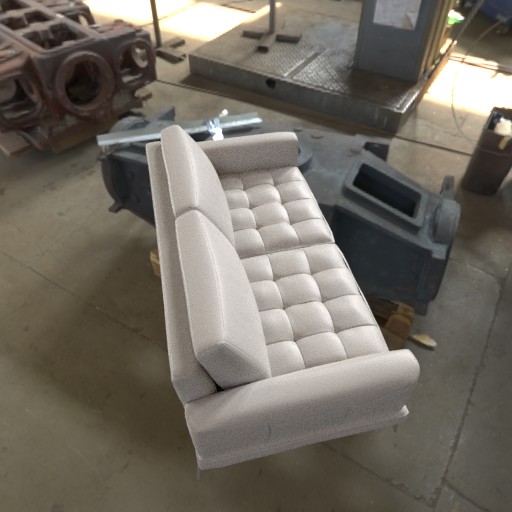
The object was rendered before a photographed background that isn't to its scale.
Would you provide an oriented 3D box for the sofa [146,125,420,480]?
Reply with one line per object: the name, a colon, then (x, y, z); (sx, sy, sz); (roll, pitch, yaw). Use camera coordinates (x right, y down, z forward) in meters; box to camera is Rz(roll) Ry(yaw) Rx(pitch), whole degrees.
sofa: (0.000, 0.000, 2.713); (1.121, 0.930, 2.177); (-10, 48, -9)
